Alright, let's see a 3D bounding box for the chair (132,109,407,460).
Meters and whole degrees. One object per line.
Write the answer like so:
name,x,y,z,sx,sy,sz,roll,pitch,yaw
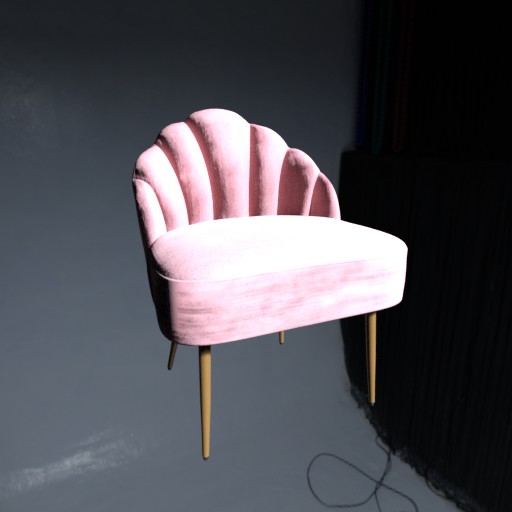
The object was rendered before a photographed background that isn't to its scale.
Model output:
chair,0.000,0.000,1.248,0.657,0.819,0.599,-7,16,-25
